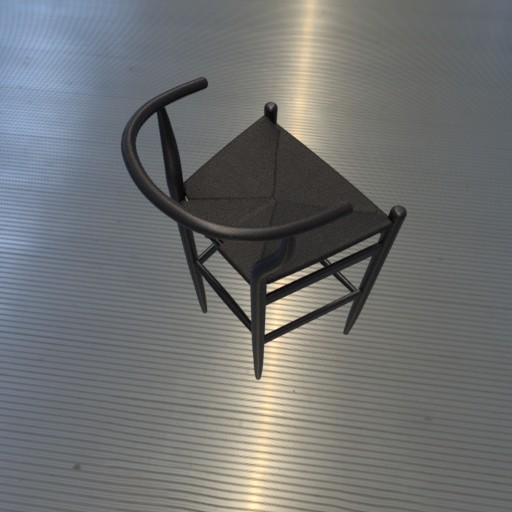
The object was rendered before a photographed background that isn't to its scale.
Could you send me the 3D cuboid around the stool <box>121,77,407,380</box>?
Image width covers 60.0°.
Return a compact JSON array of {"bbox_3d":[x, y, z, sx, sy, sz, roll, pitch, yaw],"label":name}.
[{"bbox_3d":[0.000,0.000,1.414,0.579,1.072,0.569,-34,64,-19],"label":"stool"}]
